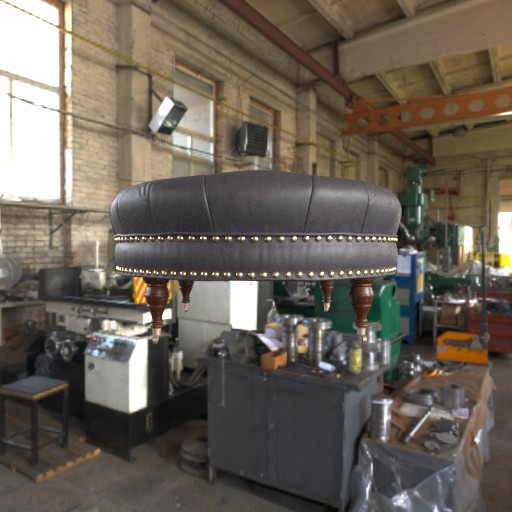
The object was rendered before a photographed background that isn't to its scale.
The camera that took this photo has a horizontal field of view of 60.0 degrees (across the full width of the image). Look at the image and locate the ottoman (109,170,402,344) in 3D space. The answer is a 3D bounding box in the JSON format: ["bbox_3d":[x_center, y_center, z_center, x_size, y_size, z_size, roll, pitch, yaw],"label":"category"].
[{"bbox_3d":[0.000,0.000,1.408,0.901,0.439,0.901,0,1,0],"label":"ottoman"}]
